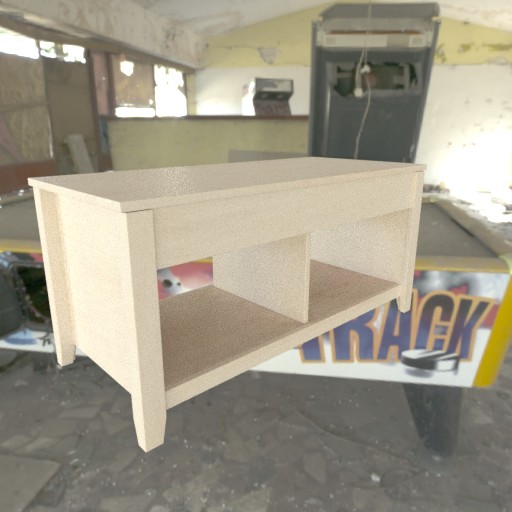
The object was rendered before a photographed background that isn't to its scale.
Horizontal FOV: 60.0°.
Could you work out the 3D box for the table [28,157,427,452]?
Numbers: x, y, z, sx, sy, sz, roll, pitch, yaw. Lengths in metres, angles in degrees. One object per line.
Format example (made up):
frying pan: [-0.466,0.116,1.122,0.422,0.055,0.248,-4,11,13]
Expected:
table: [0.000,0.000,1.264,1.016,0.483,0.457,-15,22,-41]
